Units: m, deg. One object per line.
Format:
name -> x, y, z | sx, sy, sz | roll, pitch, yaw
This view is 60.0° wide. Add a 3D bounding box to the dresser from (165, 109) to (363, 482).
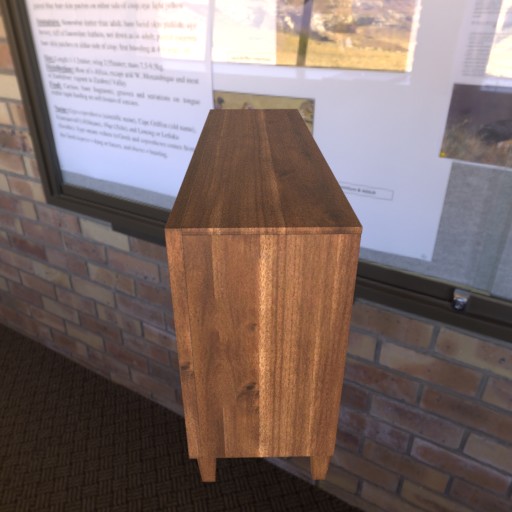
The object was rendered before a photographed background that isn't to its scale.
dresser -> 0.000, 0.000, 1.783 | 0.438, 0.892, 1.387 | -1, 28, -1
